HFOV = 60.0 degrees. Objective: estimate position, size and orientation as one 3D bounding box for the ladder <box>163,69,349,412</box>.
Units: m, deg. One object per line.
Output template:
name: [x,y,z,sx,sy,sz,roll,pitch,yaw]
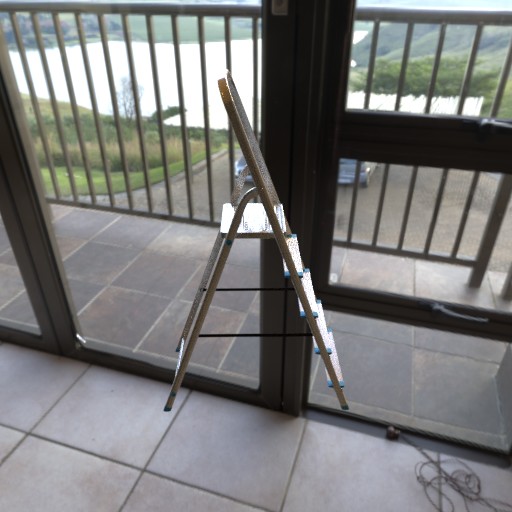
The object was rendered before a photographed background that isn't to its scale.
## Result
ladder: [0.000,0.000,2.122,0.990,1.648,0.468,0,32,-1]
